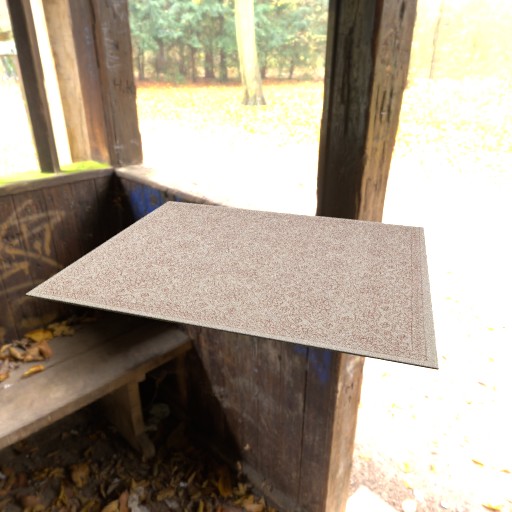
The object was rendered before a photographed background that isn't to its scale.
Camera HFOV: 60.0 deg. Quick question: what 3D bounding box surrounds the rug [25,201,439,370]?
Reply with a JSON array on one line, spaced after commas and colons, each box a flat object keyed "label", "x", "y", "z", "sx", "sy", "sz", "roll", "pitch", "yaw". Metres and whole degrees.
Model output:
[{"label": "rug", "x": 0.000, "y": 0.000, "z": 4.125, "sx": 3.050, "sy": 0.015, "sz": 2.441, "roll": 7, "pitch": 26, "yaw": 15}]
